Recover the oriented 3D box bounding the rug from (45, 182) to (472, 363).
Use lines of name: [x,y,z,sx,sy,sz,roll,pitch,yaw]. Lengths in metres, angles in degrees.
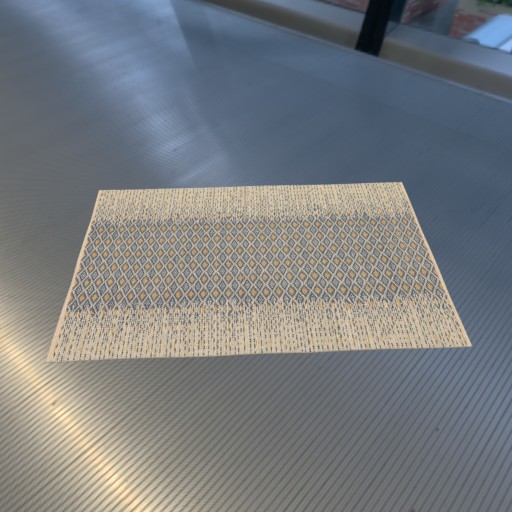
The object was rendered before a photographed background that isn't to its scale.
rug: [0.000,0.000,3.060,2.448,0.008,1.541,-2,47,-2]
